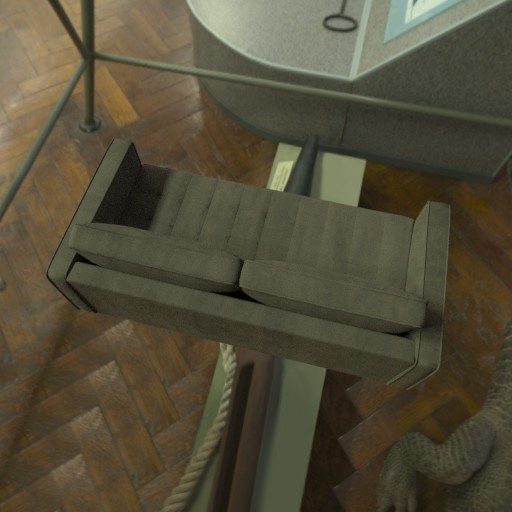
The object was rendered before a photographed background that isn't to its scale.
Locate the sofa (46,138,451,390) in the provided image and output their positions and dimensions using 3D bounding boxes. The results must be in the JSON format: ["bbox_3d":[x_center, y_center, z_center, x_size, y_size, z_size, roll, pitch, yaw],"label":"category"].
[{"bbox_3d":[0.000,0.000,2.417,1.920,0.825,0.924,12,64,6],"label":"sofa"}]
